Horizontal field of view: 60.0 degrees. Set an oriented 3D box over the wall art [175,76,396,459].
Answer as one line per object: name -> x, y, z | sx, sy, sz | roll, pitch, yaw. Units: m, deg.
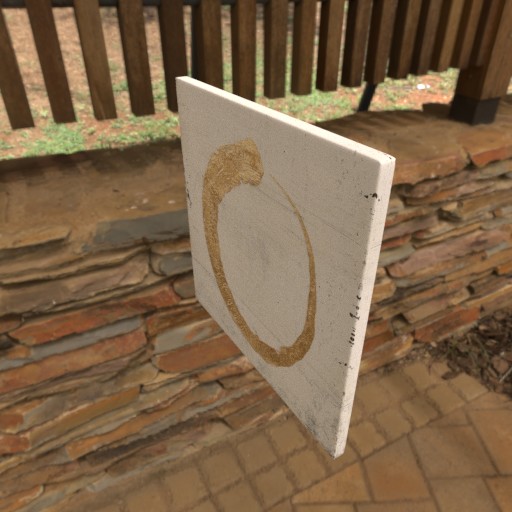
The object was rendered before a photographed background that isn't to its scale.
wall art -> 0.000, 0.000, 1.152 | 0.038, 0.762, 0.762 | -19, 37, -27
